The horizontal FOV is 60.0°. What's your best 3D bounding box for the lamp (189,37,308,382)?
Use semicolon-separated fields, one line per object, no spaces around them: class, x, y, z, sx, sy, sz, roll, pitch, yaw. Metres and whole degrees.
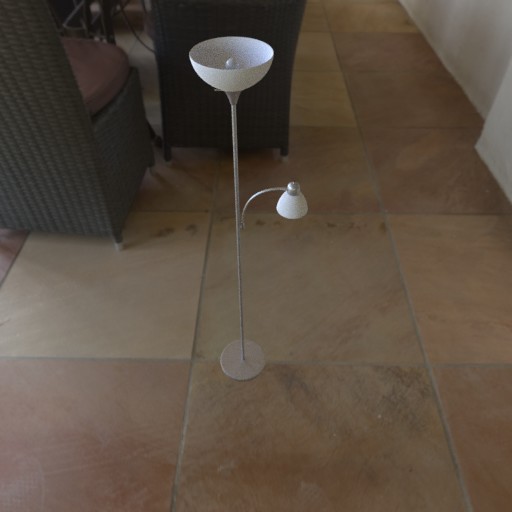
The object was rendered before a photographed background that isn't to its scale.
lamp;0.000;0.000;2.030;0.425;1.804;0.279;3;45;3
